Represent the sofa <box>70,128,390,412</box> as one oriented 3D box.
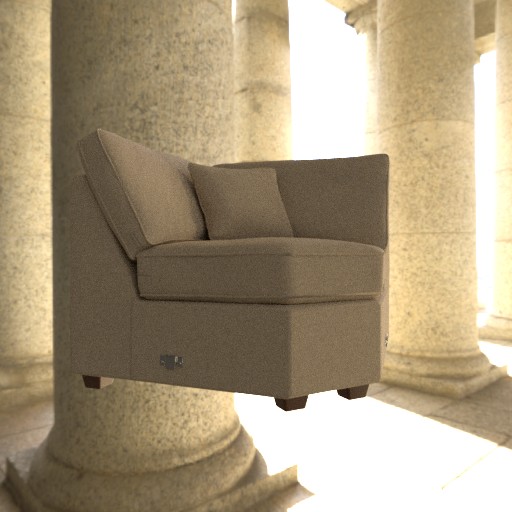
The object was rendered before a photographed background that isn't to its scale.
[{"bbox_3d":[0.000,0.000,1.825,1.042,0.937,1.050,0,0,19],"label":"sofa"}]
